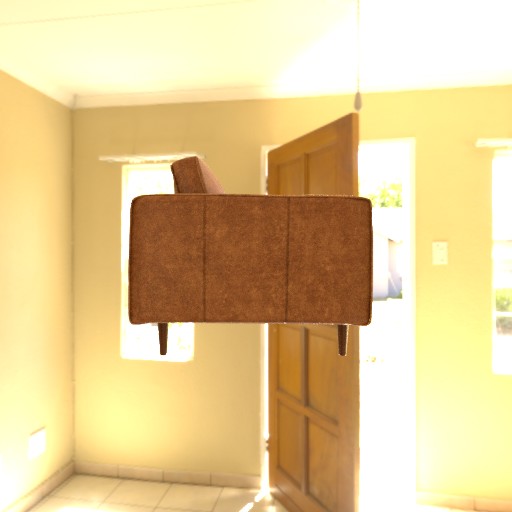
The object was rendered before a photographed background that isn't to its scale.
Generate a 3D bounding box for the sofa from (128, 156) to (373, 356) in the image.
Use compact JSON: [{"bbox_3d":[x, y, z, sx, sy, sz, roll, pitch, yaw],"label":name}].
[{"bbox_3d":[0.000,0.000,2.624,0.886,0.779,2.199,0,0,0],"label":"sofa"}]
